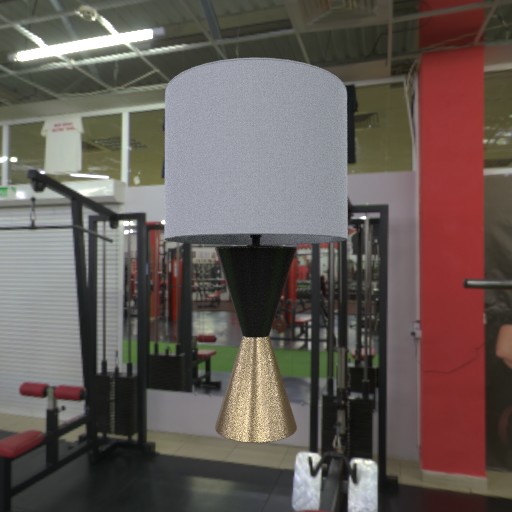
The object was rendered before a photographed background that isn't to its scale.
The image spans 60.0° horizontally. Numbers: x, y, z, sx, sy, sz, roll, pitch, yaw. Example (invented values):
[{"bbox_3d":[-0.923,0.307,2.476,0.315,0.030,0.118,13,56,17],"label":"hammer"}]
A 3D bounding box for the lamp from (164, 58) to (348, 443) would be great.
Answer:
[{"bbox_3d":[0.000,0.000,0.750,0.304,0.573,0.304,0,-1,19],"label":"lamp"}]
